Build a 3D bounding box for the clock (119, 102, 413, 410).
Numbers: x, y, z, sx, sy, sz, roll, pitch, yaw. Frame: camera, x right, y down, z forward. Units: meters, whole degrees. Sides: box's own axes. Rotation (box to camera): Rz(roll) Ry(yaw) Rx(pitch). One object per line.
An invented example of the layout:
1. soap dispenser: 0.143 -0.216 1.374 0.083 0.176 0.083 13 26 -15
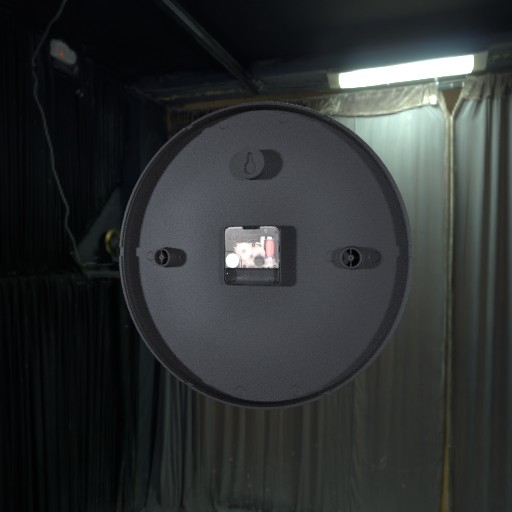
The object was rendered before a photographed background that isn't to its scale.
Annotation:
1. clock: 0.000 0.000 0.438 0.293 0.293 0.040 0 0 18
